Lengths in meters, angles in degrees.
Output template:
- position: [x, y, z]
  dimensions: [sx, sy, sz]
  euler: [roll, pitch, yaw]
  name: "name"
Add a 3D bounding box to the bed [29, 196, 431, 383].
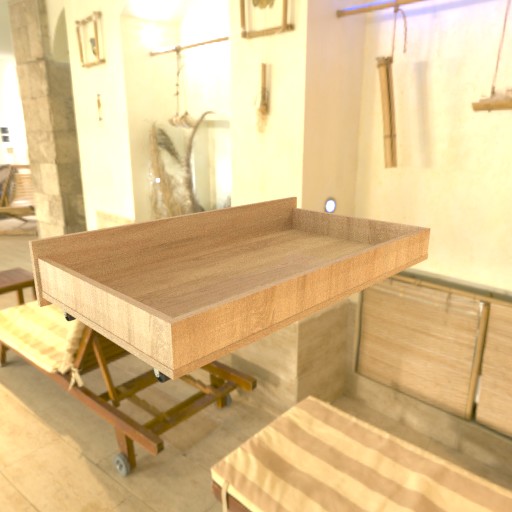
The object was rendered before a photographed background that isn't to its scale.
- position: [0.000, 0.000, 1.498]
  dimensions: [0.685, 0.209, 1.200]
  euler: [15, 22, 42]
  name: "bed"
